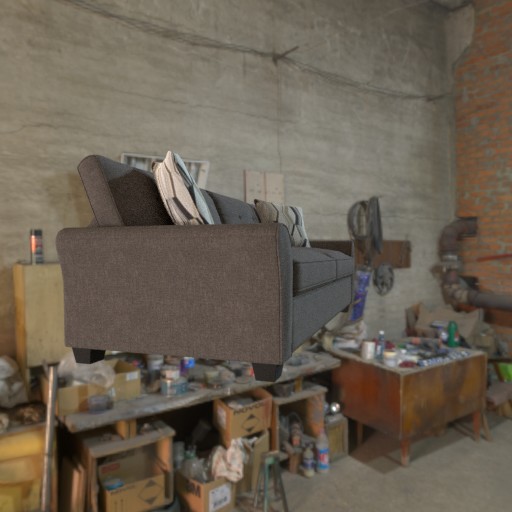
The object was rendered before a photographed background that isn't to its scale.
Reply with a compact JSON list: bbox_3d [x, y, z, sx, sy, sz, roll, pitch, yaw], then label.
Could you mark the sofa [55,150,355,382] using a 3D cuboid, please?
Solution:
[{"bbox_3d":[0.000,0.000,2.460,0.889,0.813,2.032,0,0,19],"label":"sofa"}]
